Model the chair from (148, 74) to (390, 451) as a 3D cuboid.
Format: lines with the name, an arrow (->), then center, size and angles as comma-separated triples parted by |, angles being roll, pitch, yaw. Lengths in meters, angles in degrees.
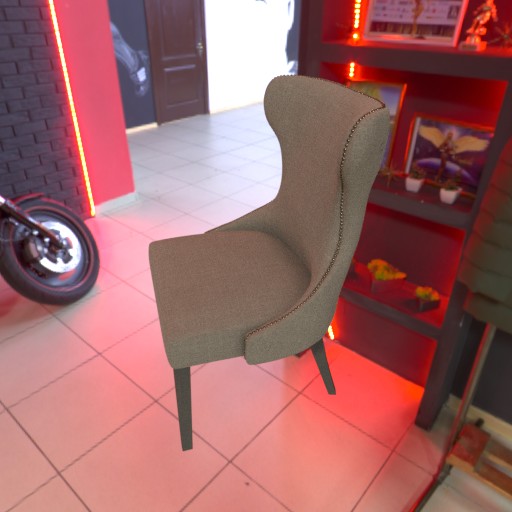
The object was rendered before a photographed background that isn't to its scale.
chair -> 0.000, 0.000, 1.372 | 0.635, 0.967, 0.628 | -9, 32, -14
